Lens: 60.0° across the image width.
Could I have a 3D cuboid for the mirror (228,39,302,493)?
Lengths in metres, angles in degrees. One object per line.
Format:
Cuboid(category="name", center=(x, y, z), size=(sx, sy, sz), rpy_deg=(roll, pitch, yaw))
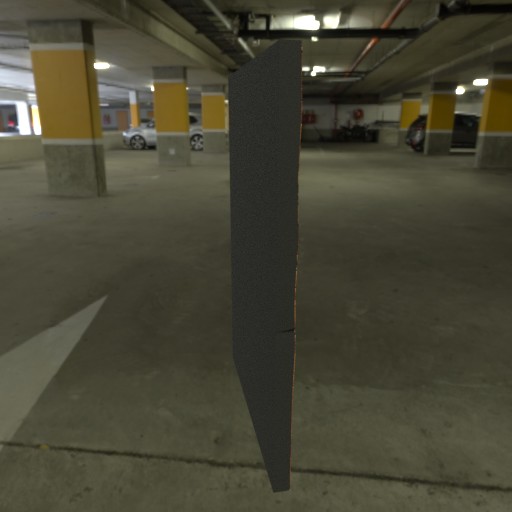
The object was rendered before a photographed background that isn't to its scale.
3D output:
Cuboid(category="mirror", center=(0.000, 0.000, 1.138), size=(0.044, 0.912, 0.606), rpy_deg=(-3, 17, -11))
